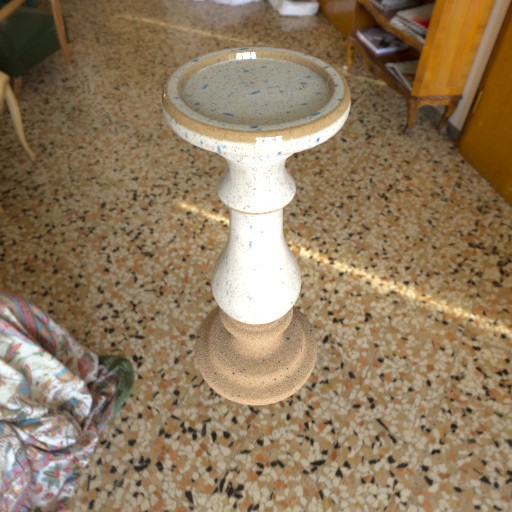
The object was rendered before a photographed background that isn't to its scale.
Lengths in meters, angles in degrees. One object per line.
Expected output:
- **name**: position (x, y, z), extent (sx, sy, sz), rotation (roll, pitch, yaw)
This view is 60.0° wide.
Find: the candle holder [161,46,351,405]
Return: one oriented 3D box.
- **candle holder**: position (0.000, 0.000, 0.251), extent (0.088, 0.203, 0.088), rotation (0, 47, 0)
